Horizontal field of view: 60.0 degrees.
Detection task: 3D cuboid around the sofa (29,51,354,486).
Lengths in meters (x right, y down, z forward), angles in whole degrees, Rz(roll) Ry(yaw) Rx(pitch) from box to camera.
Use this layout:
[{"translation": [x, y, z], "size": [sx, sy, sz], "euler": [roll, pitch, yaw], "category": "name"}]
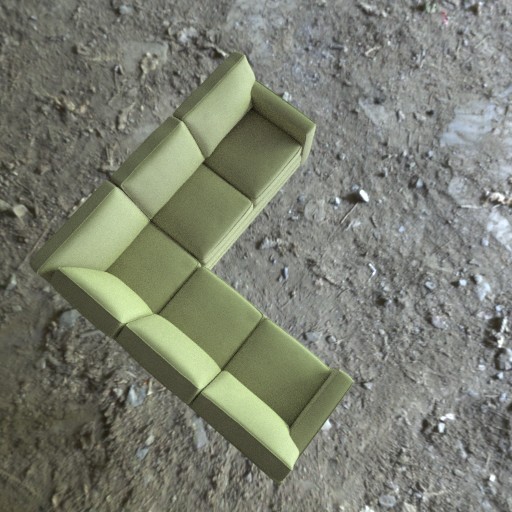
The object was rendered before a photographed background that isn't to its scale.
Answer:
[{"translation": [0.000, 0.000, 3.325], "size": [2.182, 0.939, 2.189], "euler": [38, 79, 8], "category": "sofa"}]
